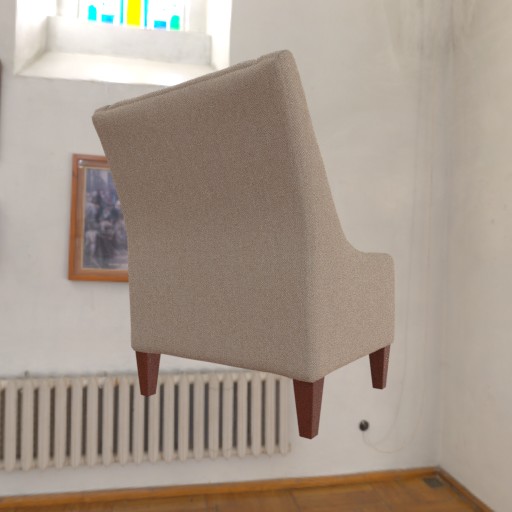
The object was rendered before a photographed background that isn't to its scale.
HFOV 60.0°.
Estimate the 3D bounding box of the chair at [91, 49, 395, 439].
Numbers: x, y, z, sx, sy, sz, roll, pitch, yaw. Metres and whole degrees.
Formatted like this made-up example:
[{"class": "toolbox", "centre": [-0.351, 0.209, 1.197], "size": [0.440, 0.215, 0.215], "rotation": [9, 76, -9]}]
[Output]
[{"class": "chair", "centre": [0.000, 0.000, 1.613], "size": [0.774, 1.014, 0.870], "rotation": [0, -1, 35]}]
